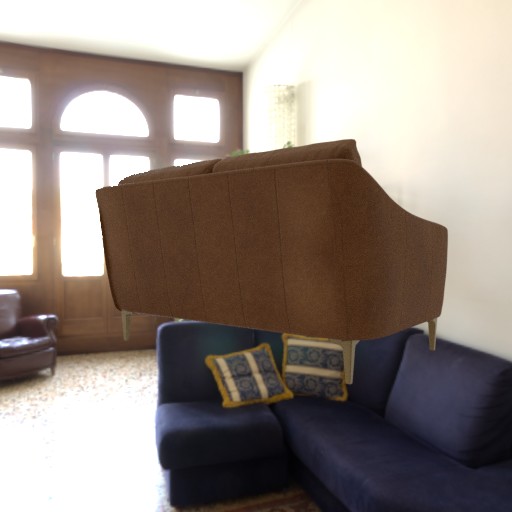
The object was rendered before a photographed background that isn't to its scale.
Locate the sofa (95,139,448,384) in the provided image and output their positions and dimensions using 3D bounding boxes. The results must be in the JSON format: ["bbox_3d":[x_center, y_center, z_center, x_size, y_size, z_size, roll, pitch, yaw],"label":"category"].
[{"bbox_3d":[0.000,0.000,2.224,1.619,0.902,0.960,1,2,36],"label":"sofa"}]
